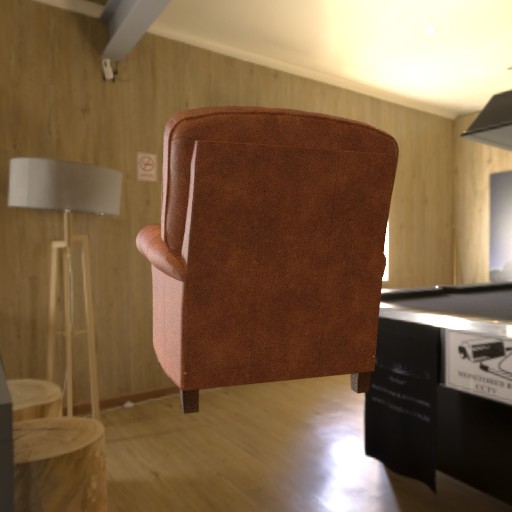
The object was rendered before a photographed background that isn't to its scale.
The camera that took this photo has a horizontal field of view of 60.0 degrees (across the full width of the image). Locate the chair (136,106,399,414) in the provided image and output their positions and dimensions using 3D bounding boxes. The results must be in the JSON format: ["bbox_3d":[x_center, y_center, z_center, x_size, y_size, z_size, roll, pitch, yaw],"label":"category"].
[{"bbox_3d":[0.000,0.000,1.841,0.936,1.018,0.986,0,1,-18],"label":"chair"}]
